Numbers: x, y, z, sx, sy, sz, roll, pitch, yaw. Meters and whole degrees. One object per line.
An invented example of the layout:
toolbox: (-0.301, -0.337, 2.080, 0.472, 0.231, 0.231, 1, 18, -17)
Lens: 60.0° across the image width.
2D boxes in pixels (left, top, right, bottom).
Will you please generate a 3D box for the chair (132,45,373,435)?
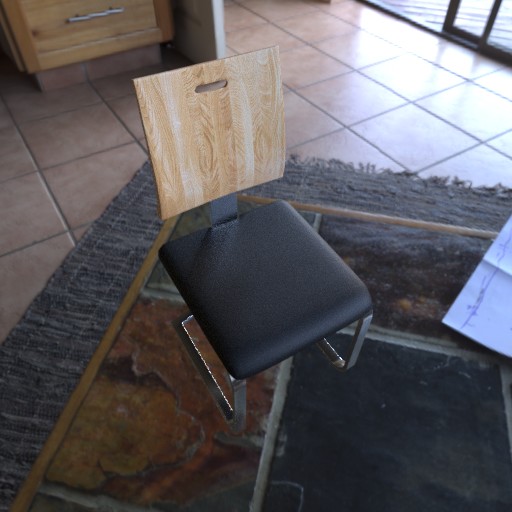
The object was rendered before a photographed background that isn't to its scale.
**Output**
chair: (0.000, 0.000, 1.247, 0.462, 0.936, 0.560, -23, 50, -21)
